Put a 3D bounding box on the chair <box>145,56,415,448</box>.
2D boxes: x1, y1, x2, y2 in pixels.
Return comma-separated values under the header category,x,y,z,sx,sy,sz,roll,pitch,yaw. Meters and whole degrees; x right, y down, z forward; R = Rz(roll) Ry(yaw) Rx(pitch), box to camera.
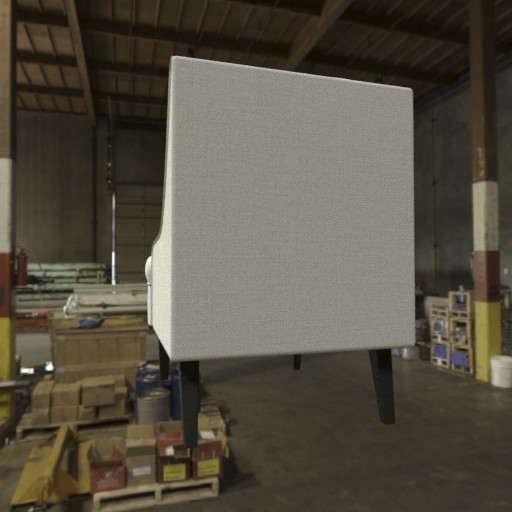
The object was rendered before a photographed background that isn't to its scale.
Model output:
category,x,y,z,sx,sy,sz,roll,pitch,yaw
chair,0.000,0.000,1.423,0.658,0.891,0.772,0,-2,-17
